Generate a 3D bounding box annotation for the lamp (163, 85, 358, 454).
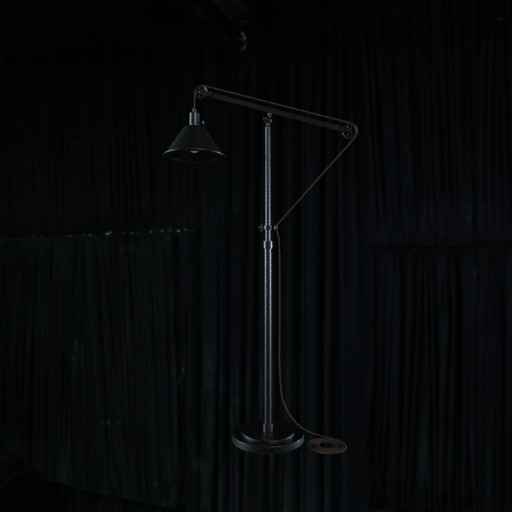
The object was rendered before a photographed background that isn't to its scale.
[{"bbox_3d":[0.000,0.000,2.003,0.904,1.626,0.319,0,-1,18],"label":"lamp"}]
